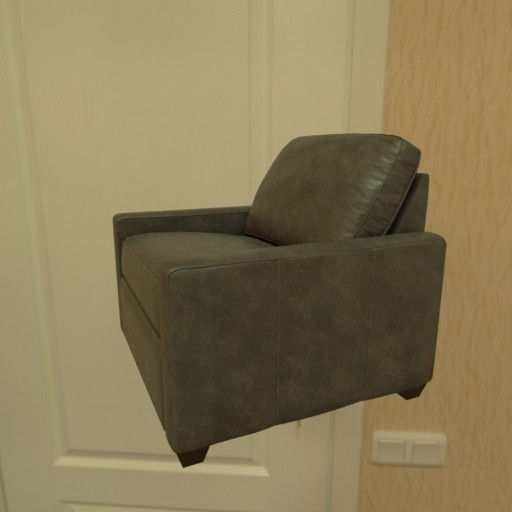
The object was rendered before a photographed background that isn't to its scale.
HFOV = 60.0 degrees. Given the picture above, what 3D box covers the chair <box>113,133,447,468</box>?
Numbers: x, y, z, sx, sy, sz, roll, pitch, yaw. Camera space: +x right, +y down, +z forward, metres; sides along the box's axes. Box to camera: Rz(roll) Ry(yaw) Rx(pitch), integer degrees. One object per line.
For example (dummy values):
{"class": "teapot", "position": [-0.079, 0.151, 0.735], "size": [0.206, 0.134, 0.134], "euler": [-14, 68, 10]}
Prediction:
{"class": "chair", "position": [0.000, 0.000, 1.707], "size": [0.939, 0.916, 1.006], "euler": [-6, 15, -24]}
